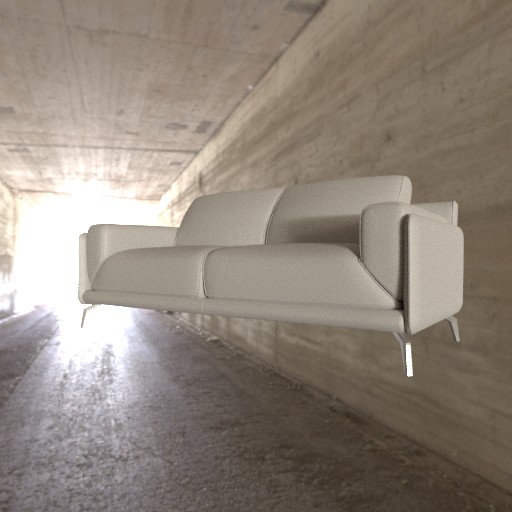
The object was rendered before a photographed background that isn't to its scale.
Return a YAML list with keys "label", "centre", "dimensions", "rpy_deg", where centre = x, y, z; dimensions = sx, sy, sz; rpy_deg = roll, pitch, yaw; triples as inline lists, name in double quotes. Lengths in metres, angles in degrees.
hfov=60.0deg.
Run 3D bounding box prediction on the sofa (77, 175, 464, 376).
- label: "sofa"
  centre: [0.000, 0.000, 2.575]
  dimensions: [2.101, 0.930, 1.049]
  rpy_deg: [0, -1, 35]
